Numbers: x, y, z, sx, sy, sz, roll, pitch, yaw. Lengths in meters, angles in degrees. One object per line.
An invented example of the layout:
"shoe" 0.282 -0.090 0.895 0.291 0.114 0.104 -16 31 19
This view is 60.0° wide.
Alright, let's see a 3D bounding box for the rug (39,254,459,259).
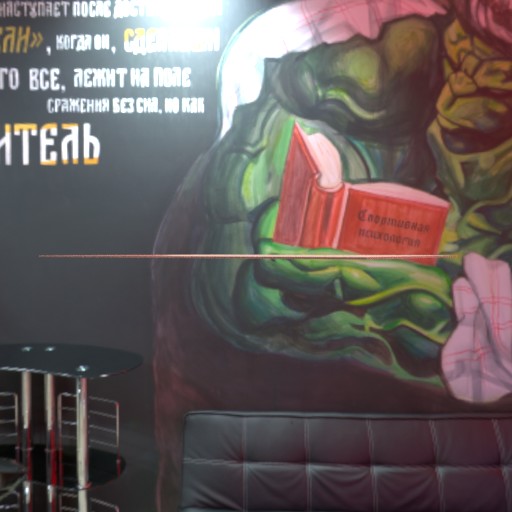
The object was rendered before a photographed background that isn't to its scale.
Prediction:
"rug" 0.000 0.000 3.485 2.584 0.011 2.073 0 0 35
